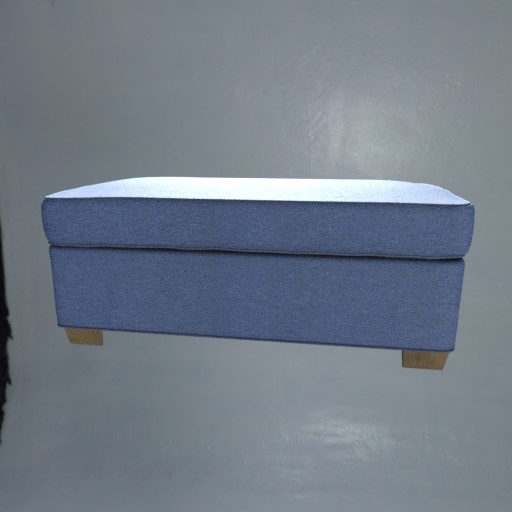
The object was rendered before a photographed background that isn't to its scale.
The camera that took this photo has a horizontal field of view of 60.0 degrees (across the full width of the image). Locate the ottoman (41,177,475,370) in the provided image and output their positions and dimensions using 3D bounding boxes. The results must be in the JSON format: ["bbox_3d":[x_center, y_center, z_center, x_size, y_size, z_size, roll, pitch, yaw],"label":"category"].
[{"bbox_3d":[0.000,0.000,1.369,1.110,0.460,0.515,2,15,8],"label":"ottoman"}]
